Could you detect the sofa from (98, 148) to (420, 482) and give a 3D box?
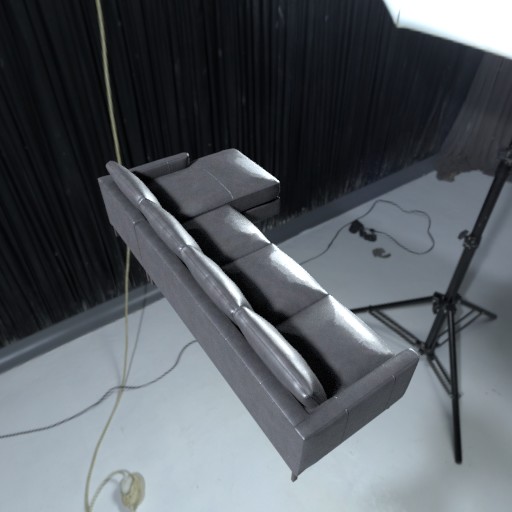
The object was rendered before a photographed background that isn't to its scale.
[{"bbox_3d":[0.000,0.000,3.582,1.471,0.859,2.993,-25,48,-25],"label":"sofa"}]
